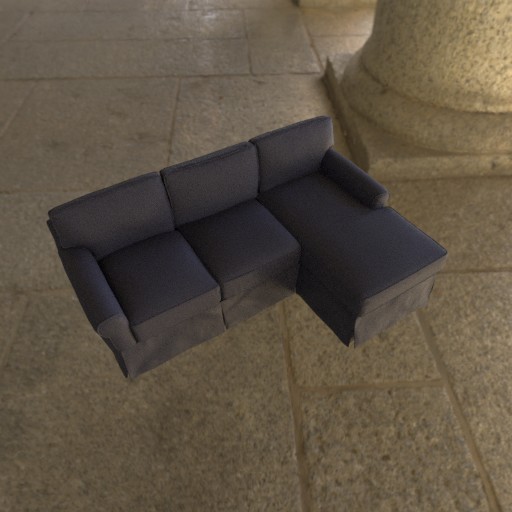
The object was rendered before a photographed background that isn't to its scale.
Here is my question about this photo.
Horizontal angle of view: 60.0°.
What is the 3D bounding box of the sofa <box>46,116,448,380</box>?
[{"bbox_3d":[0.000,0.000,3.335,2.518,1.039,1.637,-25,51,-22],"label":"sofa"}]
